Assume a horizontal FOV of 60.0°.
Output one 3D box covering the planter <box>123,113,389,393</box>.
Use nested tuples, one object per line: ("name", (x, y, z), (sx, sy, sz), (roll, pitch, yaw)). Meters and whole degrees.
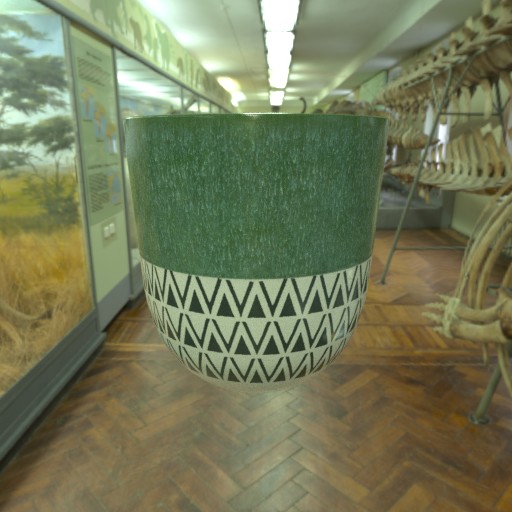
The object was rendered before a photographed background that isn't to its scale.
("planter", (0.000, 0.000, 0.364), (0.195, 0.214, 0.195), (0, 15, 0))
